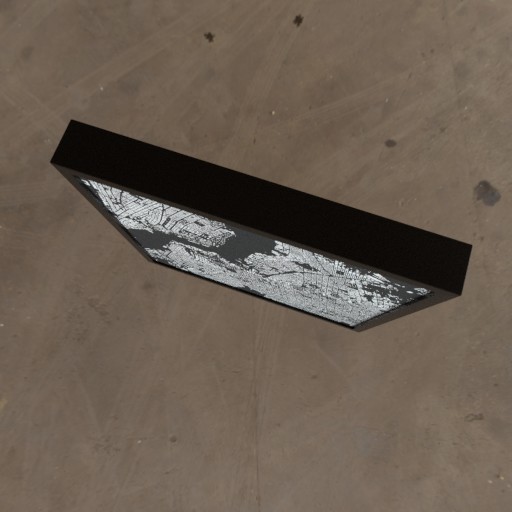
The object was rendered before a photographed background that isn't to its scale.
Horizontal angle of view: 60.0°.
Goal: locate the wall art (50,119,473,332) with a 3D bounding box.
[{"bbox_3d":[0.000,0.000,0.454,0.299,0.299,0.037,18,76,5],"label":"wall art"}]
